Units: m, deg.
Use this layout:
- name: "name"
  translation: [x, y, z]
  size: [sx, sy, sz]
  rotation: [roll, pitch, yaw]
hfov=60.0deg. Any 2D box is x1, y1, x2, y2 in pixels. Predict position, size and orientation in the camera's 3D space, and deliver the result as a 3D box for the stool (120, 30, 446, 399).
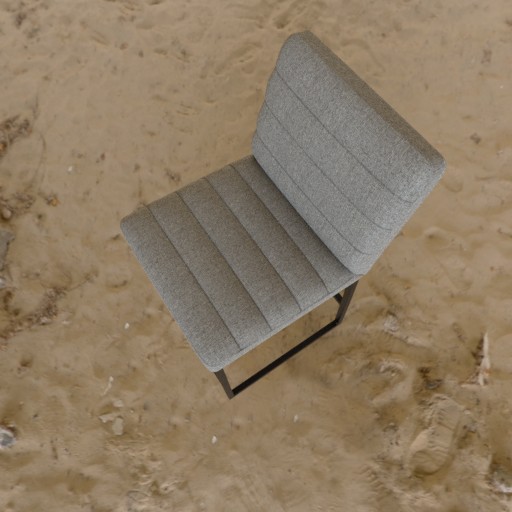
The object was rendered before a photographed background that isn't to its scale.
- name: "stool"
  translation: [0.000, 0.000, 1.235]
  size: [0.560, 0.940, 0.460]
  rotation: [-31, 68, -14]
